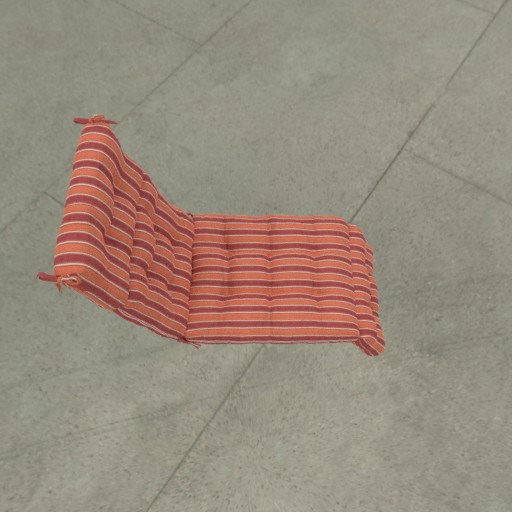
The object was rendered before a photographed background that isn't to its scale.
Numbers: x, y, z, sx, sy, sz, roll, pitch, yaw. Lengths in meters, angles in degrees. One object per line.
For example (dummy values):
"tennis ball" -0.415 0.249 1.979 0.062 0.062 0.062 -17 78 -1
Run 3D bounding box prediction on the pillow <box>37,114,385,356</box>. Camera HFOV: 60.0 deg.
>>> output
"pillow" 0.000 0.000 1.491 1.016 0.863 0.526 0 65 0
